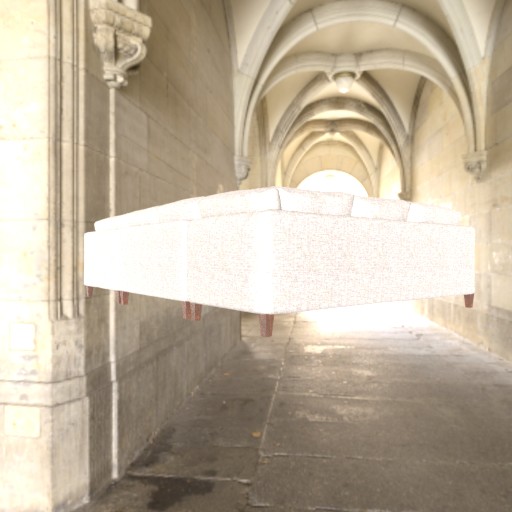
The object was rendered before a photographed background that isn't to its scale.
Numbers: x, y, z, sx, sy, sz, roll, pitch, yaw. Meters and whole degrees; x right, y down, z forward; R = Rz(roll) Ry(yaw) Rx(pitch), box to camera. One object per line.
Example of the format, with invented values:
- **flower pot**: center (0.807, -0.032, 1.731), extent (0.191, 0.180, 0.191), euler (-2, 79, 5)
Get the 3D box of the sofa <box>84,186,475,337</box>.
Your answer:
- **sofa**: center (0.000, 0.000, 4.704), extent (2.593, 0.959, 3.460), euler (0, 0, -38)
